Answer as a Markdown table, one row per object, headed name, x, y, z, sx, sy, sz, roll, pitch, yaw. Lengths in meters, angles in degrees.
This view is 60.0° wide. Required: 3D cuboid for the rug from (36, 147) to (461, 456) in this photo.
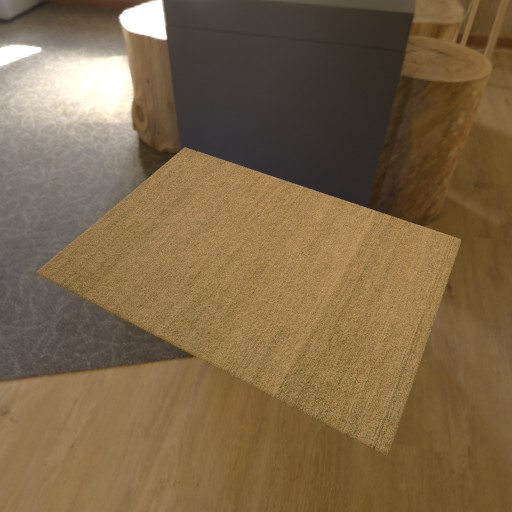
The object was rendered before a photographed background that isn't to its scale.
| name | x | y | z | sx | sy | sz | roll | pitch | yaw |
| --- | --- | --- | --- | --- | --- | --- | --- | --- | --- |
| rug | 0.000 | 0.000 | 4.985 | 3.935 | 0.025 | 2.782 | 22 | 51 | 19 |
